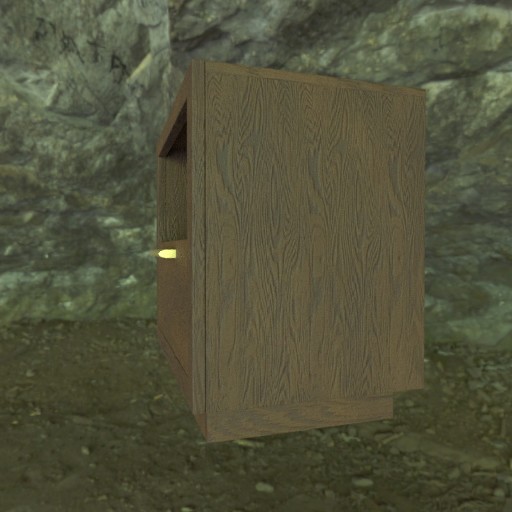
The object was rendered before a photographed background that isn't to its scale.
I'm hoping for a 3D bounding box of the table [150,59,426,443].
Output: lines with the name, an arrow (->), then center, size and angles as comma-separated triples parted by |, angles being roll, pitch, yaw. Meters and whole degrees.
table -> 0.000, 0.000, 0.971 | 0.439, 0.585, 0.560 | 0, 1, -18
